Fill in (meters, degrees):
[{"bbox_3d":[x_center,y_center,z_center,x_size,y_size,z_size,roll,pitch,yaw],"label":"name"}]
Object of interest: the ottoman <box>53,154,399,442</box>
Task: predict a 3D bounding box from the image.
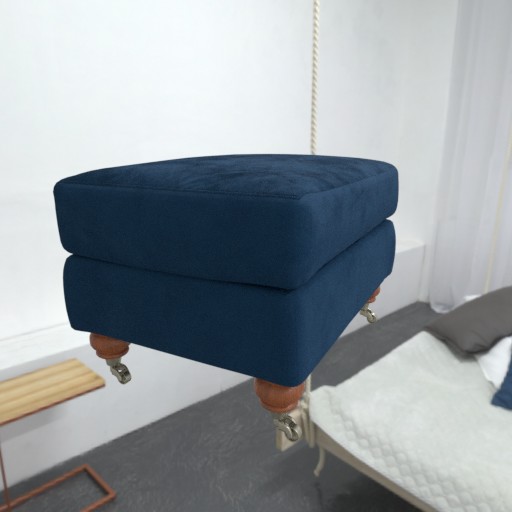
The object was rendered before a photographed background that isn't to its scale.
[{"bbox_3d":[0.000,0.000,1.139,0.572,0.503,0.773,8,17,27],"label":"ottoman"}]
